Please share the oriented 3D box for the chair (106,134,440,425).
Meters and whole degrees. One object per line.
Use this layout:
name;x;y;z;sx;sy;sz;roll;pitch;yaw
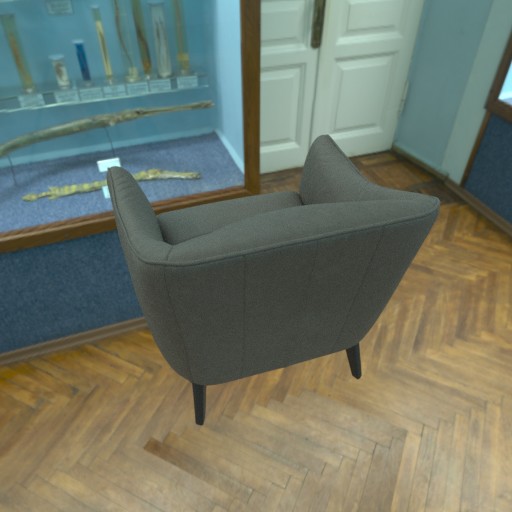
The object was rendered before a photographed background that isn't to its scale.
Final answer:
chair;0.000;0.000;1.507;0.871;0.830;0.852;-12;43;-13
